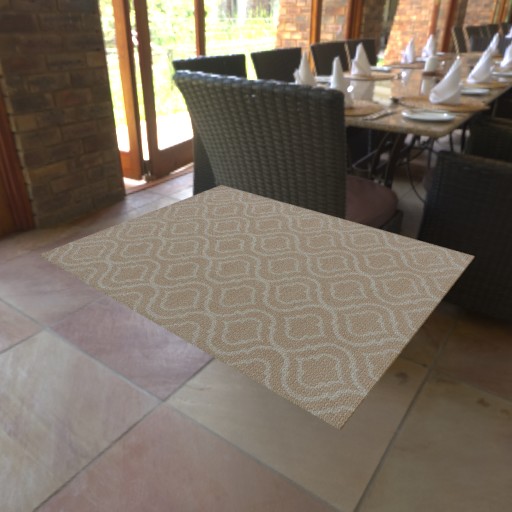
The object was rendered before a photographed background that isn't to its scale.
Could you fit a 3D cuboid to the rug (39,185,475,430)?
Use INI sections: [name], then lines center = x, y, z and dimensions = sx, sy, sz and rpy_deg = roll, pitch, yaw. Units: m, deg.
[rug]
center = 0.000, 0.000, 3.747
dimensions = 2.894, 0.013, 2.286
rpy_deg = 21, 35, 33
